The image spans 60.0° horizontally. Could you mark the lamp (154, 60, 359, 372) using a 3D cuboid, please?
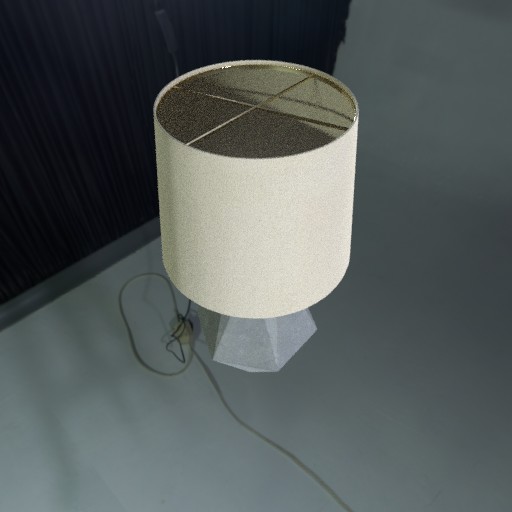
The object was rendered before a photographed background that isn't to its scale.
[{"bbox_3d":[0.000,0.000,0.680,0.276,0.501,0.276,0,46,0],"label":"lamp"}]
